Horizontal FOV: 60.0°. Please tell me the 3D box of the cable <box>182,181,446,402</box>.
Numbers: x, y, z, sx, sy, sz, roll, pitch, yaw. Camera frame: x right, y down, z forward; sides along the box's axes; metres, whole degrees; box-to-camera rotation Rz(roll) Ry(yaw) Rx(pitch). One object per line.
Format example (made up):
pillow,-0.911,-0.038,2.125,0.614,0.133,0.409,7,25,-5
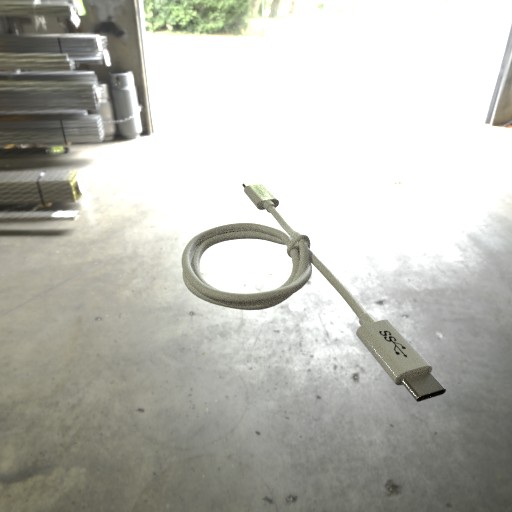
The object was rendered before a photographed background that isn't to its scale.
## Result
cable,0.000,0.000,0.206,0.070,0.014,0.186,-10,33,-16
